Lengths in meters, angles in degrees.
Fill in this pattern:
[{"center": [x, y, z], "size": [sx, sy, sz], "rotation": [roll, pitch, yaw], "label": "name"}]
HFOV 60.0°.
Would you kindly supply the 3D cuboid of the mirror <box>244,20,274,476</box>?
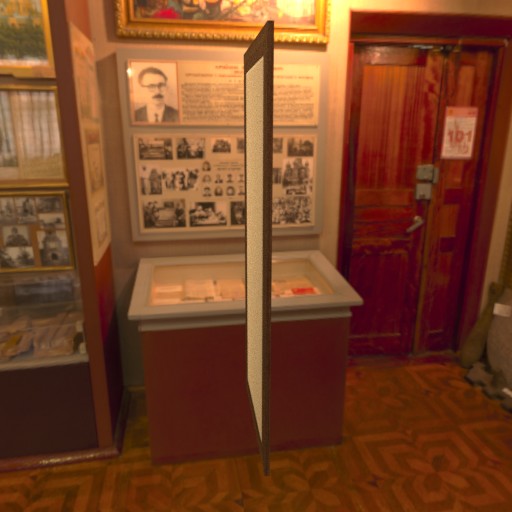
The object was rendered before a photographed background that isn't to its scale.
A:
[{"center": [0.000, 0.000, 2.295], "size": [0.025, 2.032, 0.812], "rotation": [-2, 16, -7], "label": "mirror"}]
